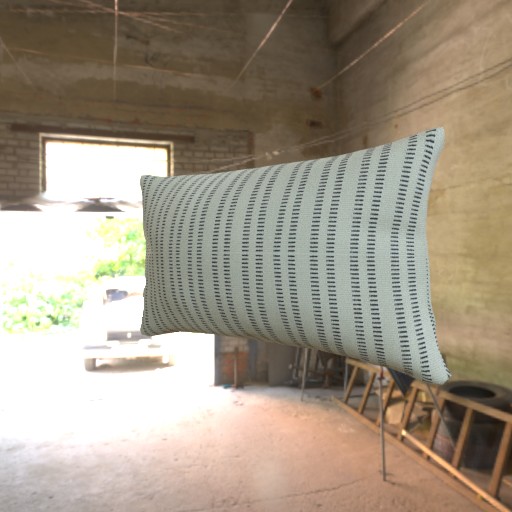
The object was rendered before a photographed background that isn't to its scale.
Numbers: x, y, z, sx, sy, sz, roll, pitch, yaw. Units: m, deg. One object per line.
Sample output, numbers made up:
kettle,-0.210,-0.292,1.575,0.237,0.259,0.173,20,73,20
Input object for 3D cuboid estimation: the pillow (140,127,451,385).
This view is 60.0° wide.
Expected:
pillow,0.000,0.000,0.783,0.640,0.353,0.210,0,0,36
